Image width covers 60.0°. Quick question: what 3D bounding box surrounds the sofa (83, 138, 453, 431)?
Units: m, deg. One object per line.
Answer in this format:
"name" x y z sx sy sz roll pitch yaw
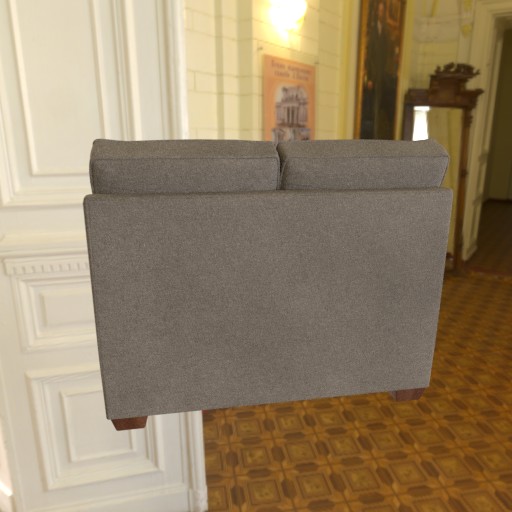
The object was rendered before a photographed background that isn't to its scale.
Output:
"sofa" 0.000 0.000 1.956 1.237 1.008 0.951 -3 15 -10
